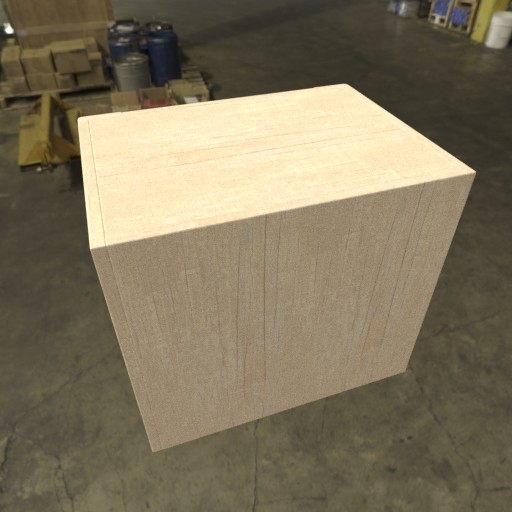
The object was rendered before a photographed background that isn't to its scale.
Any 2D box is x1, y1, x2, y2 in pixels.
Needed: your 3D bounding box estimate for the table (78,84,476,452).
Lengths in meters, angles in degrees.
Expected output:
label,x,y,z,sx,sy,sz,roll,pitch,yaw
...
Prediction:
label,x,y,z,sx,sy,sz,roll,pitch,yaw
table,0.000,0.000,0.921,0.570,0.510,0.420,-13,41,-15
